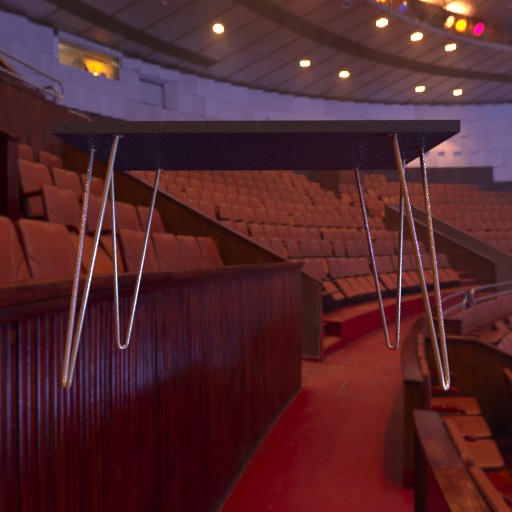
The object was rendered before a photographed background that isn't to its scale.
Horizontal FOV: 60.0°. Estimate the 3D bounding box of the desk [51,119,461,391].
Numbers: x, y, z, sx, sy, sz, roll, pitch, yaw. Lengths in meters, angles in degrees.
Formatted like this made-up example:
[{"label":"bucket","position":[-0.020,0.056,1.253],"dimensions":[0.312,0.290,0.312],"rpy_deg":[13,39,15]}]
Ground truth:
[{"label":"desk","position":[0.000,0.000,1.324],"dimensions":[0.991,0.660,0.499],"rpy_deg":[0,0,1]}]
